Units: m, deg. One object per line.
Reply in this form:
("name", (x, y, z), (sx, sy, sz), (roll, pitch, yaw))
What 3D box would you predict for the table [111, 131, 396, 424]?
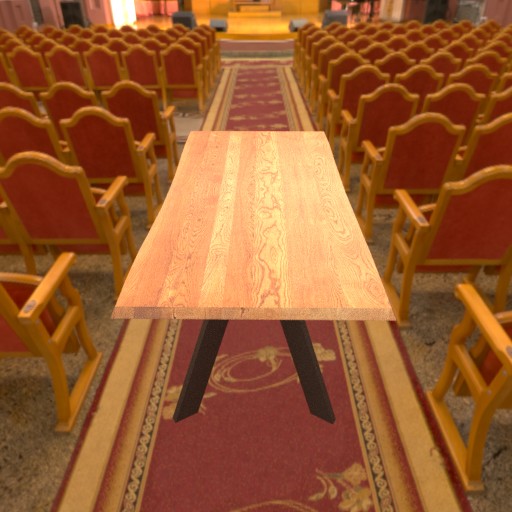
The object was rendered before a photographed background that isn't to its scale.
("table", (0.000, 0.000, 2.331), (0.900, 0.770, 1.800), (0, 33, 0))
